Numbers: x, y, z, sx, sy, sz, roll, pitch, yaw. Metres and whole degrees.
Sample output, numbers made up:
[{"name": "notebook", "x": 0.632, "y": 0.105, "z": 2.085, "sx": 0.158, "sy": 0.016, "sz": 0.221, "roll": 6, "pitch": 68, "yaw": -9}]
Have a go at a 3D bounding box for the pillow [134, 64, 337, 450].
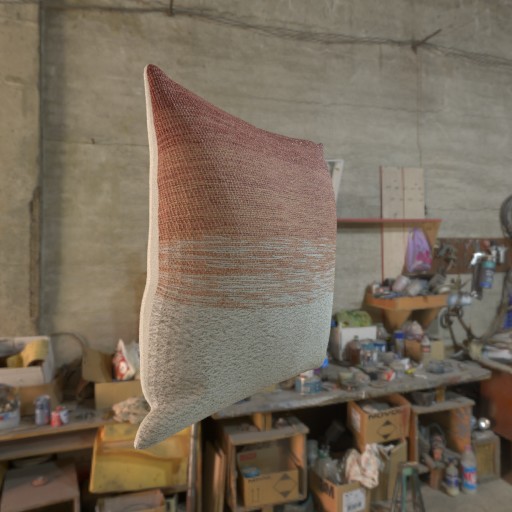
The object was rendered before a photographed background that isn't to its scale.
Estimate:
[{"name": "pillow", "x": 0.000, "y": 0.000, "z": 0.671, "sx": 0.182, "sy": 0.441, "sz": 0.440, "roll": 0, "pitch": 0, "yaw": 36}]
